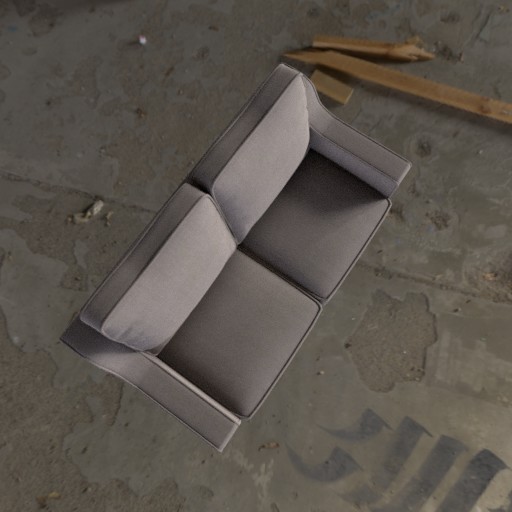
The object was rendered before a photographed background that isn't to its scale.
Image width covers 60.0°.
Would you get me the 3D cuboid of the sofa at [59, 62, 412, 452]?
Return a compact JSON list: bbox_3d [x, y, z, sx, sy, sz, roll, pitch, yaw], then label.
[{"bbox_3d":[0.000,0.000,2.017,0.791,0.948,1.500,34,78,8],"label":"sofa"}]
